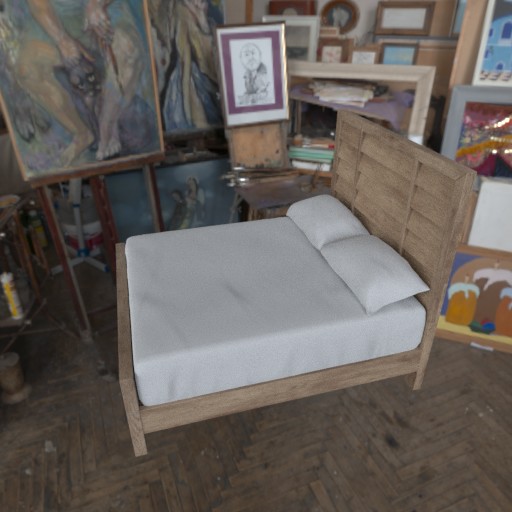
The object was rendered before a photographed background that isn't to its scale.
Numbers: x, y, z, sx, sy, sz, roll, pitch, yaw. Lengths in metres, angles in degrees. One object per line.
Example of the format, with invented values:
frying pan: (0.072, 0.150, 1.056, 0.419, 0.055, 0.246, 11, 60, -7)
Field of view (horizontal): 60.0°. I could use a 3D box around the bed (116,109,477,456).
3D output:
bed: (0.000, 0.000, 3.218, 2.017, 1.631, 1.615, -8, 31, -14)
